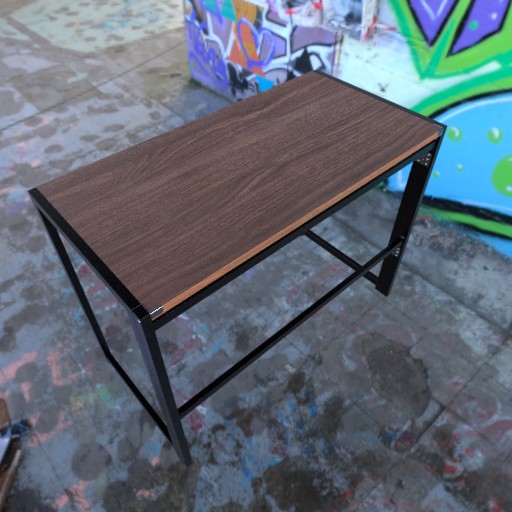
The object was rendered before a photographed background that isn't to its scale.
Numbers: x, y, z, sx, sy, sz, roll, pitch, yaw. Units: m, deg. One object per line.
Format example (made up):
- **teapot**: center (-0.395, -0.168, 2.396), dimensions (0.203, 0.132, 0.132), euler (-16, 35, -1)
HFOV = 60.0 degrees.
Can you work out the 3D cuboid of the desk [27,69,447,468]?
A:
- **desk**: center (0.000, 0.000, 1.433), dimensions (1.016, 0.762, 0.508), euler (-33, 54, -28)
